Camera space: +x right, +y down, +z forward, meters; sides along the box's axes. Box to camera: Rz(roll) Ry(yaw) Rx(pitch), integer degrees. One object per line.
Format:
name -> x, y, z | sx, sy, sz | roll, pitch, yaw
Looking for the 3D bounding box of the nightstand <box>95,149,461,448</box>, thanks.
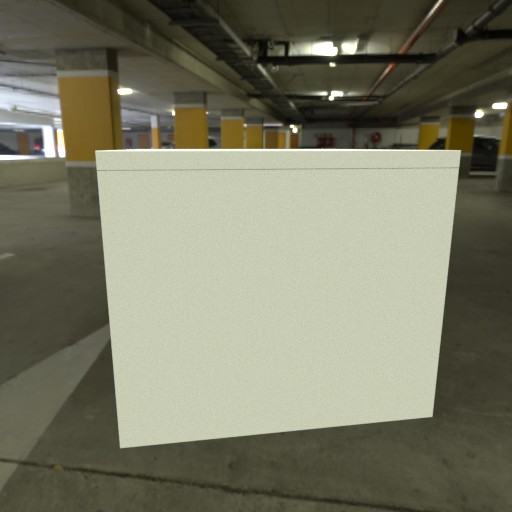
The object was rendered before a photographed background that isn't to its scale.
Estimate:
nightstand -> 0.000, 0.000, 0.751 | 0.408, 0.351, 0.470 | -2, 14, -9
